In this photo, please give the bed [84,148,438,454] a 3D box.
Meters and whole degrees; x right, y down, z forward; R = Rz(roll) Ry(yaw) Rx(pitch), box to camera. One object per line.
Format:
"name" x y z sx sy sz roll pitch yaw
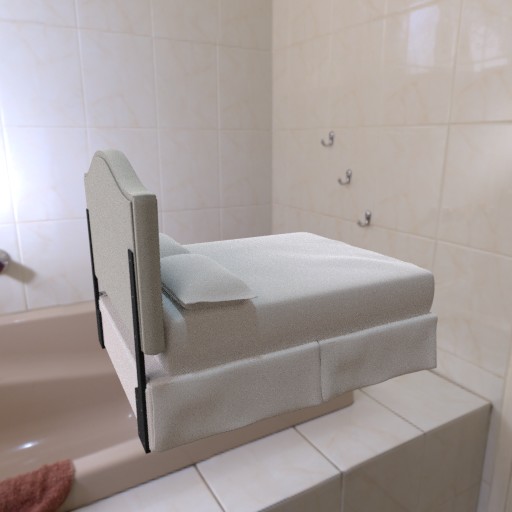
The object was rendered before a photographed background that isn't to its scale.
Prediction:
"bed" 0.000 0.000 3.374 2.180 1.607 1.813 -8 16 -27
